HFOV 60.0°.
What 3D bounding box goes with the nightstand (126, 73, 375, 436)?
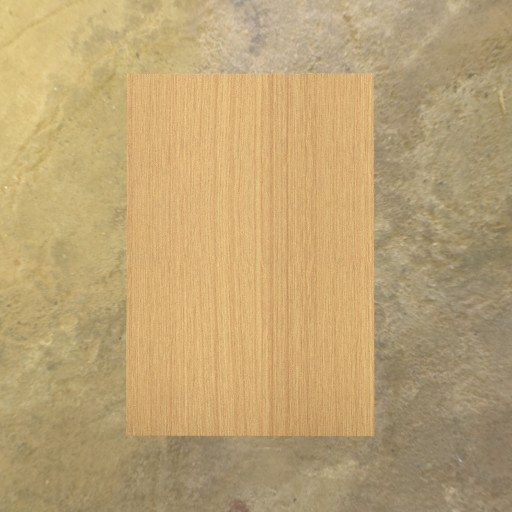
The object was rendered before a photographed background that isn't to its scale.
[{"bbox_3d":[0.000,0.000,1.004,0.407,0.610,0.571,0,89,0],"label":"nightstand"}]
